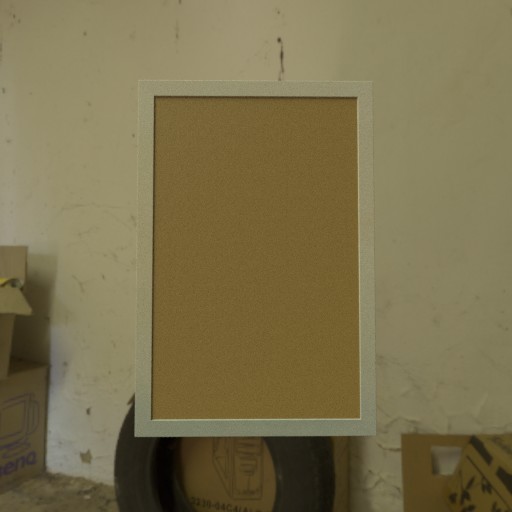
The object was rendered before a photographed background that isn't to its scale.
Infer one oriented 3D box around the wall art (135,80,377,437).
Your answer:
[{"bbox_3d":[0.000,0.000,1.158,0.612,0.915,0.039,0,-2,-1],"label":"wall art"}]
